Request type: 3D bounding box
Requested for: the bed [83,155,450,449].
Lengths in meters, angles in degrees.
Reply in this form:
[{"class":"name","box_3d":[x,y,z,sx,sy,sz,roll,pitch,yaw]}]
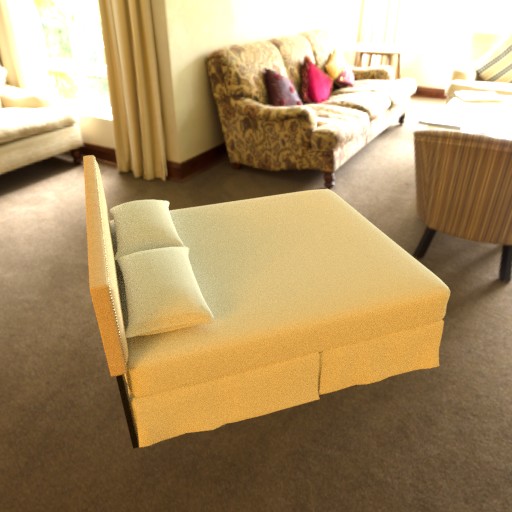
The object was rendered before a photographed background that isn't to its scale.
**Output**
[{"class":"bed","box_3d":[0.000,0.000,2.831,1.876,1.016,1.616,-10,33,-16]}]
